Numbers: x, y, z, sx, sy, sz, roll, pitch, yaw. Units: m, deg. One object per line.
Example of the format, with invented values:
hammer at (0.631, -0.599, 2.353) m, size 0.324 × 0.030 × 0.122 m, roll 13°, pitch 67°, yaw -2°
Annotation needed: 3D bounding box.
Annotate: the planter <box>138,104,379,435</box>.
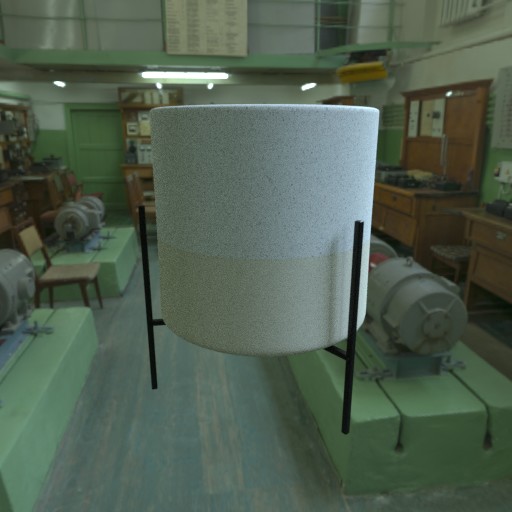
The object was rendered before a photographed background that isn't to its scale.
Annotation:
planter at (0.000, 0.000, 0.671) m, size 0.335 × 0.423 × 0.313 m, roll -3°, pitch 17°, yaw -9°
